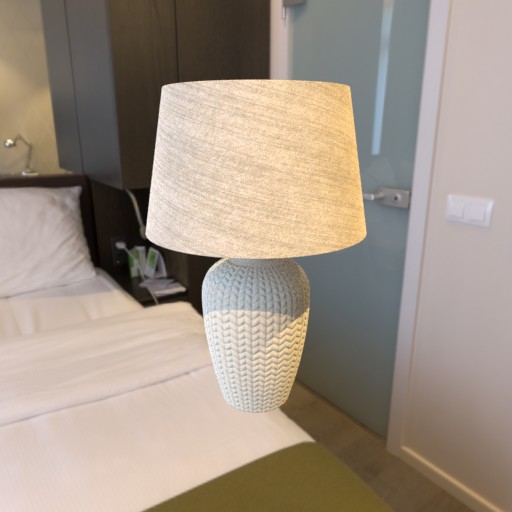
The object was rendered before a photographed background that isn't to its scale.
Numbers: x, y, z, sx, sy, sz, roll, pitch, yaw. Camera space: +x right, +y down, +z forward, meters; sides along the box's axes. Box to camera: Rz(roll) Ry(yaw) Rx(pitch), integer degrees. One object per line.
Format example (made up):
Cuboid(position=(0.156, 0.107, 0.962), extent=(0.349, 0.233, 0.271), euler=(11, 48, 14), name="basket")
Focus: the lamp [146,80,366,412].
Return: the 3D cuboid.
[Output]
Cuboid(position=(0.000, 0.000, 0.820), extent=(0.390, 0.580, 0.390), euler=(0, 16, 0), name="lamp")
